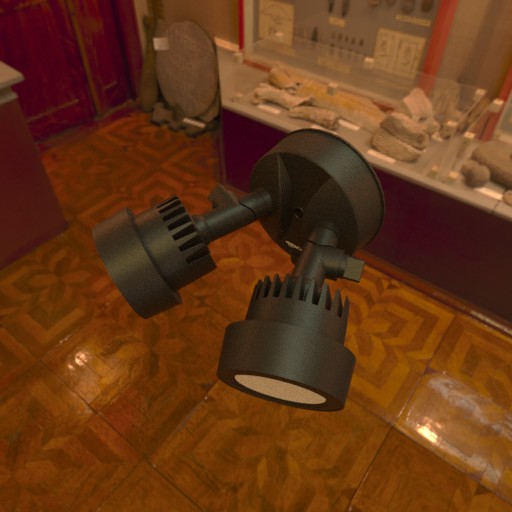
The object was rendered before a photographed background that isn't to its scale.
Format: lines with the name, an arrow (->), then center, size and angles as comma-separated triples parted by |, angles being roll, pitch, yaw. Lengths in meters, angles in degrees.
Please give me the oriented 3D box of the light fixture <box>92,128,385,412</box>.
light fixture -> 0.000, 0.000, 0.314 | 0.213, 0.120, 0.168 | 31, 53, 26
